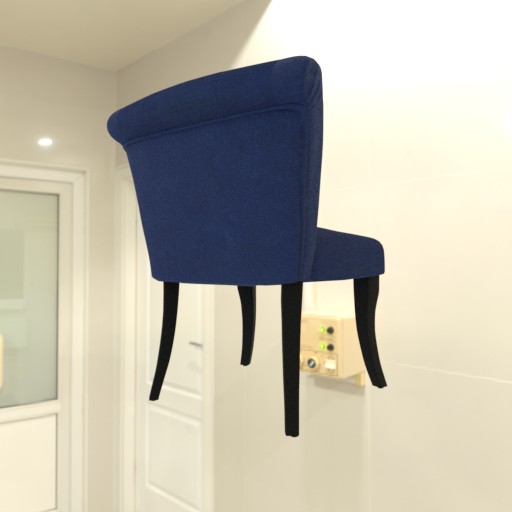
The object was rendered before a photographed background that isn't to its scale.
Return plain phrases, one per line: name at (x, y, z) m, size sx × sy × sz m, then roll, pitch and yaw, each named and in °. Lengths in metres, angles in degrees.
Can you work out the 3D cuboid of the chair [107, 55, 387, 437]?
chair at (0.000, 0.000, 1.177) m, size 0.585 × 0.753 × 0.606 m, roll -1°, pitch -1°, yaw 35°
